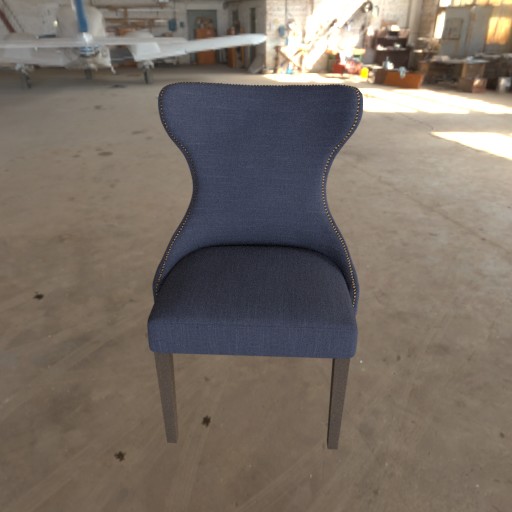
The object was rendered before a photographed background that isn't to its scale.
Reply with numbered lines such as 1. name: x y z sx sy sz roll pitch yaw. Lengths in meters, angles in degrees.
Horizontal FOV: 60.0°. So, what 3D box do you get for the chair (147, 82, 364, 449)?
1. chair: 0.000 0.000 1.378 0.628 0.967 0.635 1 27 2
